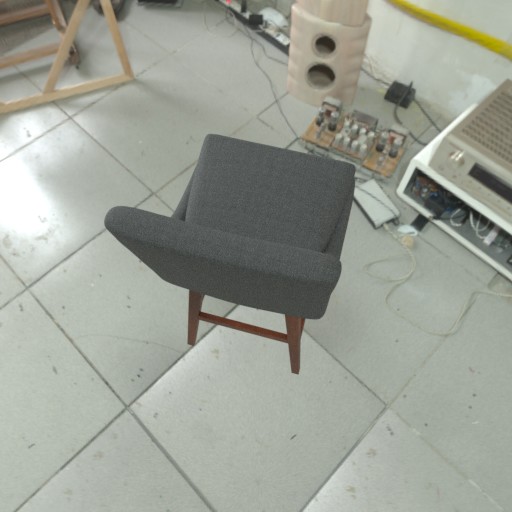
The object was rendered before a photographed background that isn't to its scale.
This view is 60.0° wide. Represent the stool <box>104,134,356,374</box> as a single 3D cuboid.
[{"bbox_3d":[0.000,0.000,1.244,0.447,0.977,0.524,14,64,7],"label":"stool"}]
